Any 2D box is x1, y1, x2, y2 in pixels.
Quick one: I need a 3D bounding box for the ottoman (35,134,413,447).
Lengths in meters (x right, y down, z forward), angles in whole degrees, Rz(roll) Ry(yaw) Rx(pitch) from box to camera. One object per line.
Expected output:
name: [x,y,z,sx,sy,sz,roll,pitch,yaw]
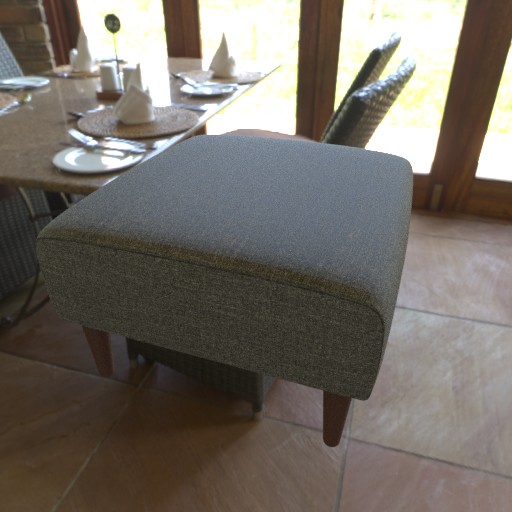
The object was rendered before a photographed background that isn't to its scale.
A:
ottoman: [0.000,0.000,1.034,0.648,0.399,0.655,11,33,17]
